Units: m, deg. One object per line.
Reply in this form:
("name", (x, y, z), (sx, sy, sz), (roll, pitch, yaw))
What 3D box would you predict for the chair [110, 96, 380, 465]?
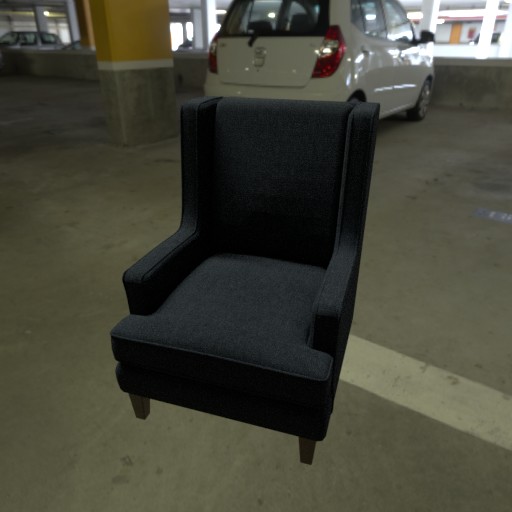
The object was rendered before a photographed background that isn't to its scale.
("chair", (0.000, 0.000, 1.723), (0.764, 1.072, 0.947), (8, 27, 16))
